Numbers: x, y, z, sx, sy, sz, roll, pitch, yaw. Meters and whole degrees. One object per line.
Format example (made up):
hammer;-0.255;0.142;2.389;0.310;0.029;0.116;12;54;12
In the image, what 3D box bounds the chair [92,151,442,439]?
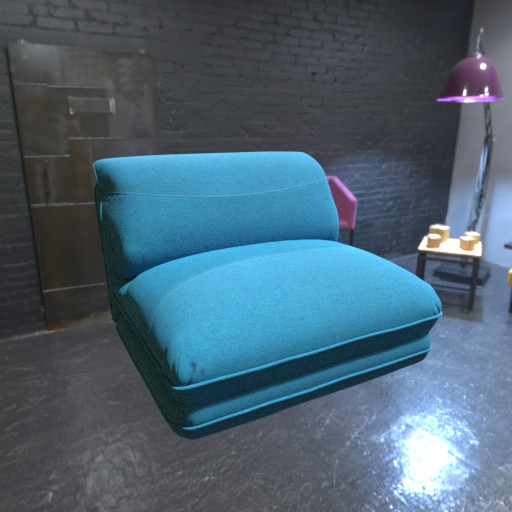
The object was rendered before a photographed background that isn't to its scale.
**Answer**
chair;0.000;0.000;1.343;0.820;0.580;0.780;-9;19;-27
